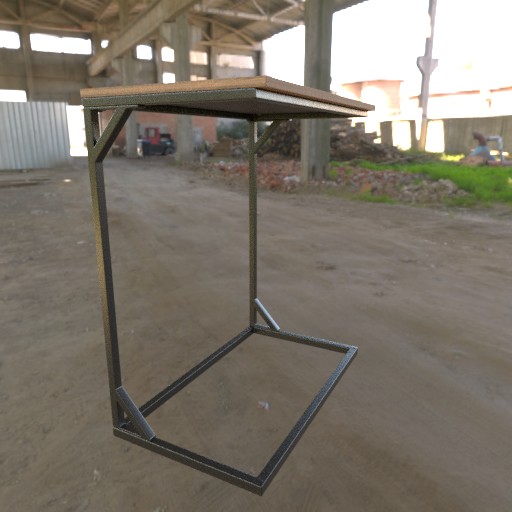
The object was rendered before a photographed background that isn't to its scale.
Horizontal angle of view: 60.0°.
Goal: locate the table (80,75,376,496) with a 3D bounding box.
[{"bbox_3d":[0.000,0.000,1.003,0.351,0.673,0.597,8,17,27],"label":"table"}]
